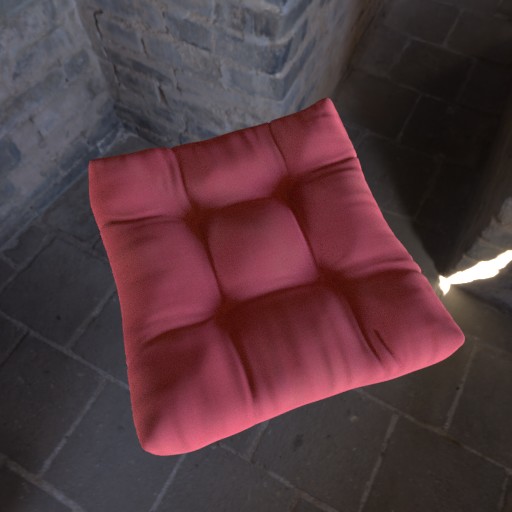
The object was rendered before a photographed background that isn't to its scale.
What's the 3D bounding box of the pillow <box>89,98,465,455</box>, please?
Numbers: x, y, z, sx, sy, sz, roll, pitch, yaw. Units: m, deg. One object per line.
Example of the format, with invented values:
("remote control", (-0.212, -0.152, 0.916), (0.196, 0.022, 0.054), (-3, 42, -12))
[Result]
("pillow", (0.000, 0.000, 0.711), (0.468, 0.128, 0.490), (-17, 64, -8))
